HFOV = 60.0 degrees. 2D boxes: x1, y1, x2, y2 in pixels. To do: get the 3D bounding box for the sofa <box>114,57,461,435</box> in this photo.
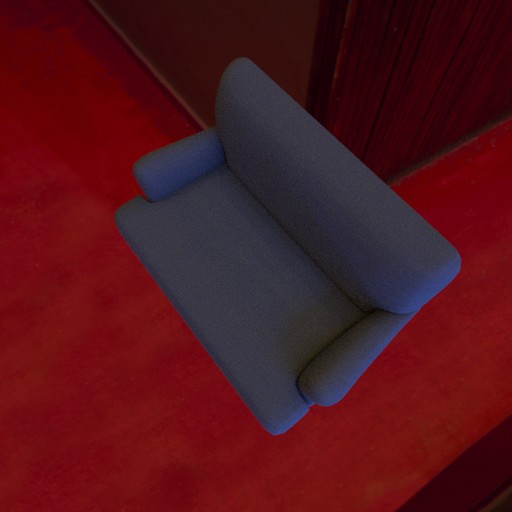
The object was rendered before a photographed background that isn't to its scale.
[{"bbox_3d":[0.000,0.000,1.872,0.779,0.889,1.297,-35,69,-15],"label":"sofa"}]
